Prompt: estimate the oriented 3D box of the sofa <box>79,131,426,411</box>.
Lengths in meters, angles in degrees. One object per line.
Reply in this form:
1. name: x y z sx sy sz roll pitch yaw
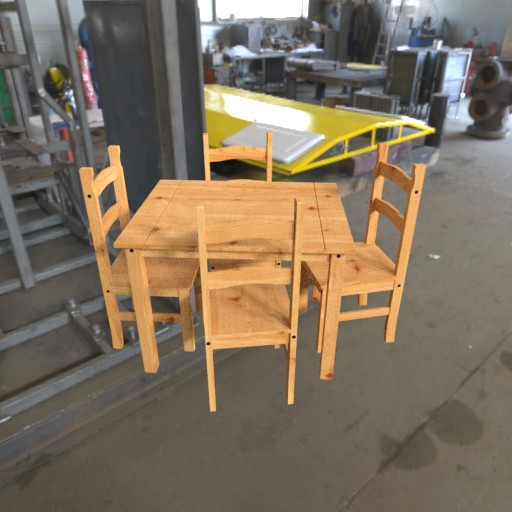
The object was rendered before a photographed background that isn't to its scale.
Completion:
1. sofa: 0.000 0.000 2.267 1.529 1.000 1.144 2 29 3
